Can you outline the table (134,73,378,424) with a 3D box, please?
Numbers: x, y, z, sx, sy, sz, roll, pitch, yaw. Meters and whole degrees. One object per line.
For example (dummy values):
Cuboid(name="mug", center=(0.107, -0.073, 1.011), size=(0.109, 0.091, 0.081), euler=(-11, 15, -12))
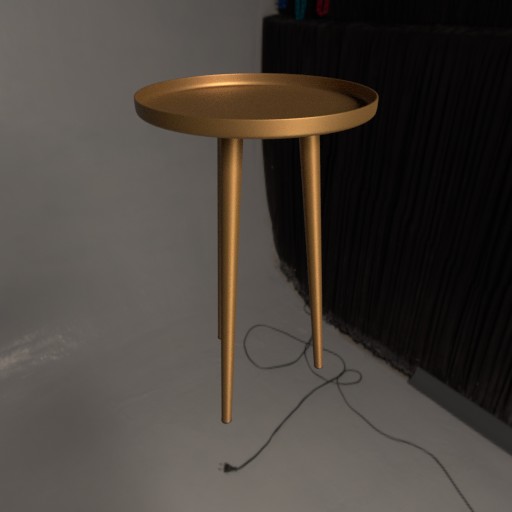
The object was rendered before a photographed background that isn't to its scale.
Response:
Cuboid(name="table", center=(0.000, 0.000, 0.677), size=(0.299, 0.480, 0.299), euler=(-22, 37, -33))
